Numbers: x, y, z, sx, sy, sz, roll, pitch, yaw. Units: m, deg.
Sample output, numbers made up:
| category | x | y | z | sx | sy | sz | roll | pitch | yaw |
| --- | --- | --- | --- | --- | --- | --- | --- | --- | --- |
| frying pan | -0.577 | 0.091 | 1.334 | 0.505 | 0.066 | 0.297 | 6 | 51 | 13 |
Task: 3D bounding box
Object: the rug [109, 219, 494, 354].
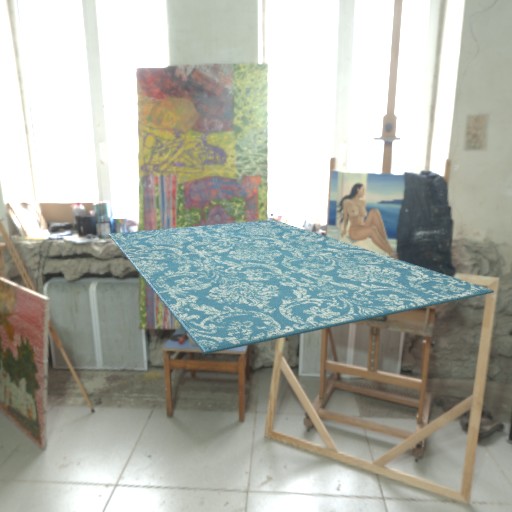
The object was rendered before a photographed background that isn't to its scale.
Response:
| category | x | y | z | sx | sy | sz | roll | pitch | yaw |
| --- | --- | --- | --- | --- | --- | --- | --- | --- | --- |
| rug | 0.000 | 0.000 | 3.443 | 1.816 | 0.018 | 2.746 | -7 | 16 | -25 |
